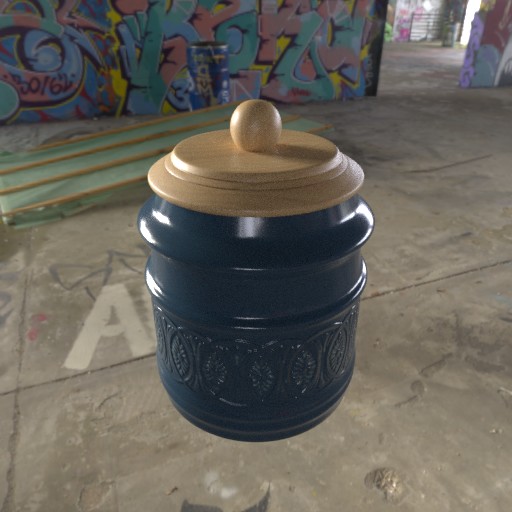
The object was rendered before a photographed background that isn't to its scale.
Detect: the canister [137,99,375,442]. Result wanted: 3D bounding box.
[{"bbox_3d":[0.000,0.000,0.262,0.130,0.176,0.130,0,29,0],"label":"canister"}]
